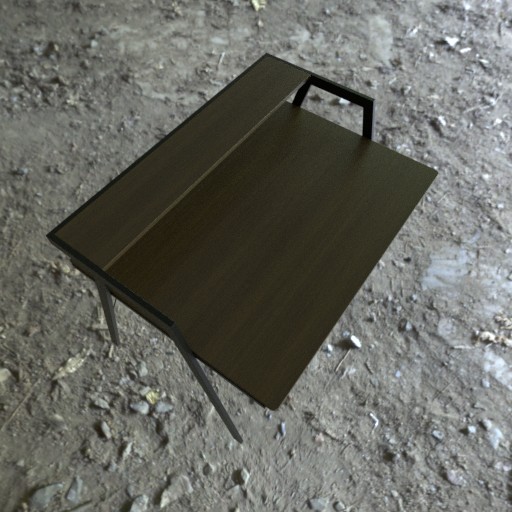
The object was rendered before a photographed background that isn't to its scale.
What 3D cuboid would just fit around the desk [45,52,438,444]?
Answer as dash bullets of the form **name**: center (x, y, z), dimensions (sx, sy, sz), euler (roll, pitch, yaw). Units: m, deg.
- **desk**: center (0.000, 0.000, 1.879), dimensions (0.936, 0.998, 1.143), euler (32, 63, 19)
